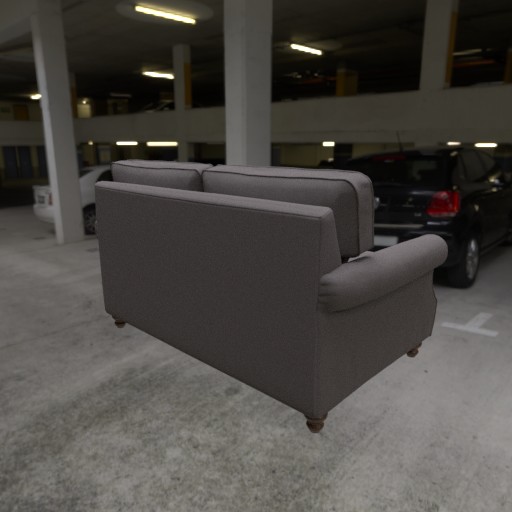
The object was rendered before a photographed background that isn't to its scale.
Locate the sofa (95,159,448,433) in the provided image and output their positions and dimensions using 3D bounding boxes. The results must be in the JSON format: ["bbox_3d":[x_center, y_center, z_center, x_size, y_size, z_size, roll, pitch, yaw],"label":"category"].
[{"bbox_3d":[0.000,0.000,2.248,1.665,0.937,0.964,13,20,42],"label":"sofa"}]
